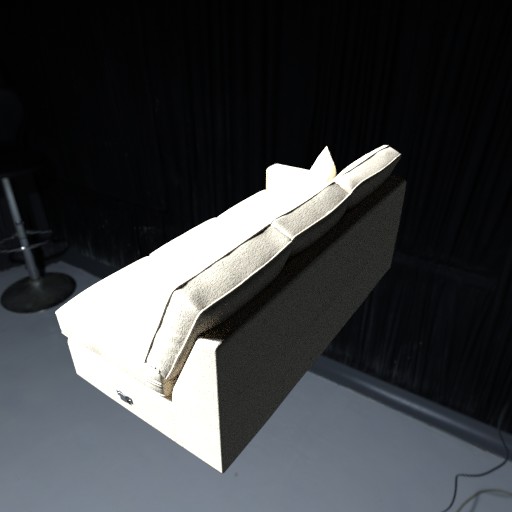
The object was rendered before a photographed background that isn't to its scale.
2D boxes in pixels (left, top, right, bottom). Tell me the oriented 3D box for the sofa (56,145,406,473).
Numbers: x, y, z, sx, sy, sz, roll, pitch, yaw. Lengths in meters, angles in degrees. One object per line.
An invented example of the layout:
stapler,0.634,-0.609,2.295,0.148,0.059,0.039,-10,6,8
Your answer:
sofa,0.000,0.000,2.542,1.034,0.946,1.962,20,37,29
